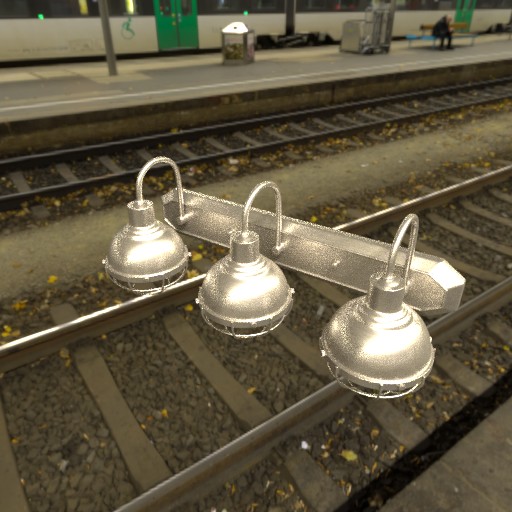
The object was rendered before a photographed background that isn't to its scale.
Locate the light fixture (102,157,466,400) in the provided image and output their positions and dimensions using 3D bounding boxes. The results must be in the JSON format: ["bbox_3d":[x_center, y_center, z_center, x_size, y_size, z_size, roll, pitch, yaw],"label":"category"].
[{"bbox_3d":[0.000,0.000,0.761,0.634,0.254,0.229,18,35,29],"label":"light fixture"}]
